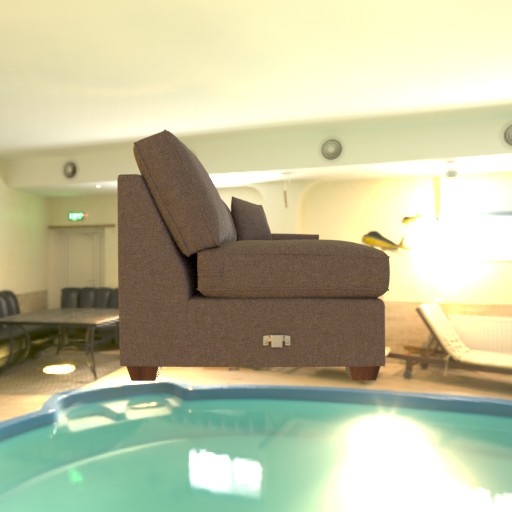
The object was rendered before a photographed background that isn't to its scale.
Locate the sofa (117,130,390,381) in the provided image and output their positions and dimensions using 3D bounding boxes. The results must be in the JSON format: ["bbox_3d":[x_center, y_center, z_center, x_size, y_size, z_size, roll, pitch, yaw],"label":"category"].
[{"bbox_3d":[0.000,0.000,2.593,1.034,0.946,1.963,0,0,0],"label":"sofa"}]
